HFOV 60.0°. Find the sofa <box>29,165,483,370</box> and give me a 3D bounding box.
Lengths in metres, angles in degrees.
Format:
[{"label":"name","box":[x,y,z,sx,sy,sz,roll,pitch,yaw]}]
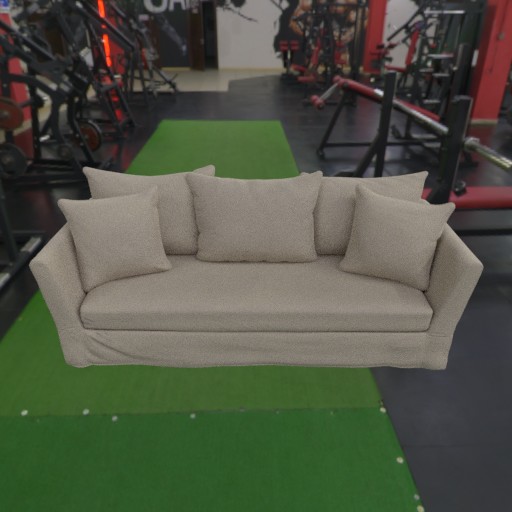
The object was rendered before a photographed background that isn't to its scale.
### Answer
[{"label":"sofa","box":[0.000,0.000,2.957,2.499,1.047,1.046,0,29,1]}]
